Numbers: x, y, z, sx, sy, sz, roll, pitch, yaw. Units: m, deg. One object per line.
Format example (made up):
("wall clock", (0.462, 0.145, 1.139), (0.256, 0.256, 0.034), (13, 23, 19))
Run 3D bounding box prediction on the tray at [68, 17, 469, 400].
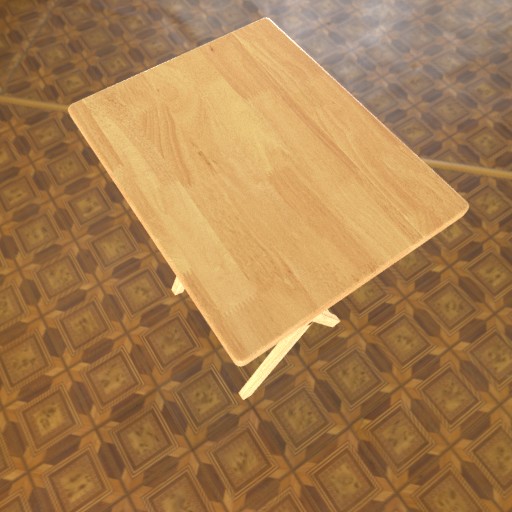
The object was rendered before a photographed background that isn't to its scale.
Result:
("tray", (0.000, 0.000, 0.934), (0.381, 0.660, 0.483), (-32, 67, -15))
